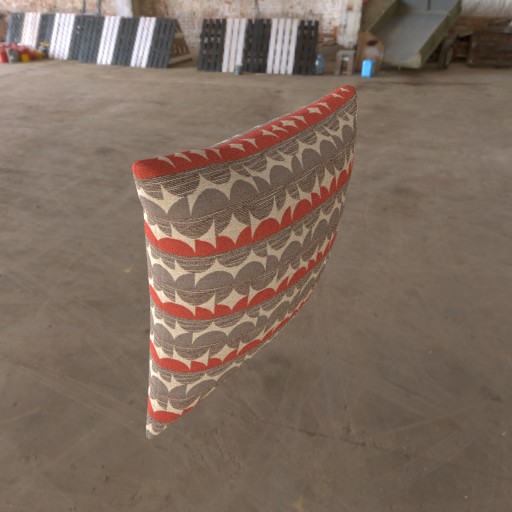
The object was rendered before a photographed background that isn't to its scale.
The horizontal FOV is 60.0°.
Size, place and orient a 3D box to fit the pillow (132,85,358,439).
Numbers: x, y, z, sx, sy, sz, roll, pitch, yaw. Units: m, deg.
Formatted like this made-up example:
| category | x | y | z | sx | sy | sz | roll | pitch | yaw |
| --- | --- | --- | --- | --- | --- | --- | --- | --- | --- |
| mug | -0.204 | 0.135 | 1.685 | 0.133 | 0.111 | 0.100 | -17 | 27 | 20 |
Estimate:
| category | x | y | z | sx | sy | sz | roll | pitch | yaw |
| --- | --- | --- | --- | --- | --- | --- | --- | --- | --- |
| pillow | 0.000 | 0.000 | 0.633 | 0.180 | 0.410 | 0.420 | 21 | 38 | 30 |
